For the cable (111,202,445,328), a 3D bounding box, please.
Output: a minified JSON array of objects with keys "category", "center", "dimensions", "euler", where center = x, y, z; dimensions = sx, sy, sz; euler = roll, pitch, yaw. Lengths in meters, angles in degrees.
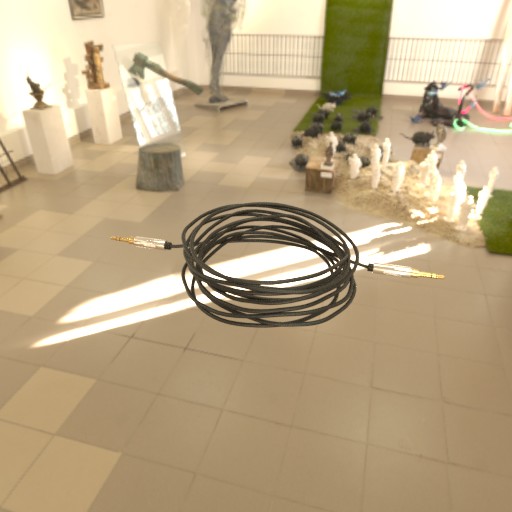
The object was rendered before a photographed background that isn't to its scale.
[{"category":"cable","center":[0.000,0.000,0.514],"dimensions":[0.432,0.069,0.198],"euler":[8,32,13]}]
